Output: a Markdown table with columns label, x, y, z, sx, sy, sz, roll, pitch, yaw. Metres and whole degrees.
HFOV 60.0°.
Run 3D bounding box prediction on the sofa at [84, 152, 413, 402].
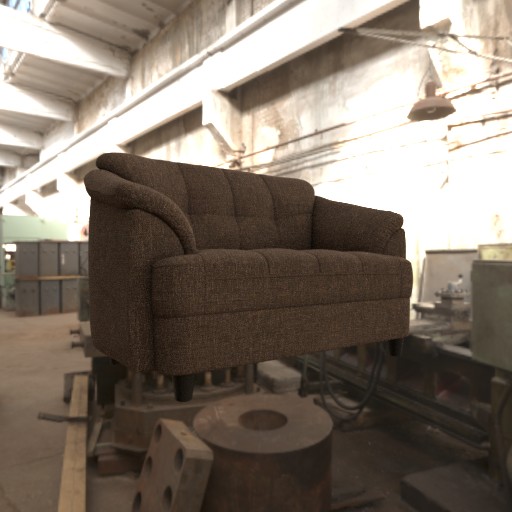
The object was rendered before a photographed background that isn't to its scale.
| label | x | y | z | sx | sy | sz | roll | pitch | yaw |
| --- | --- | --- | --- | --- | --- | --- | --- | --- | --- |
| sofa | 0.000 | 0.000 | 1.949 | 1.404 | 0.895 | 0.799 | 0 | -1 | -37 |
